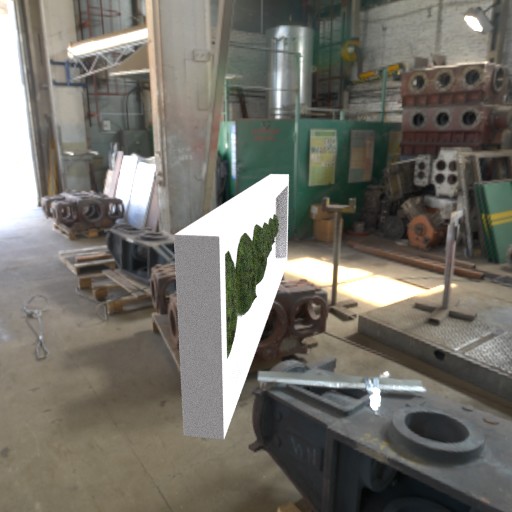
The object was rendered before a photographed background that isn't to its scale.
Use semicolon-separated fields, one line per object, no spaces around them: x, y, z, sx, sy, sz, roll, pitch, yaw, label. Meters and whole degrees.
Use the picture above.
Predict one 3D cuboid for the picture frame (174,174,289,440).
0.000;0.000;0.862;0.050;0.250;0.759;3;16;9;picture frame
